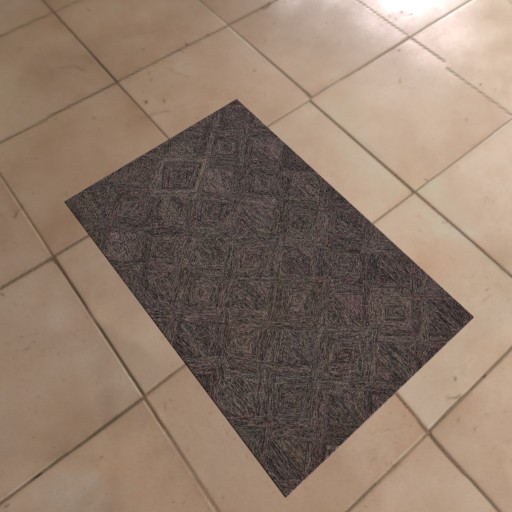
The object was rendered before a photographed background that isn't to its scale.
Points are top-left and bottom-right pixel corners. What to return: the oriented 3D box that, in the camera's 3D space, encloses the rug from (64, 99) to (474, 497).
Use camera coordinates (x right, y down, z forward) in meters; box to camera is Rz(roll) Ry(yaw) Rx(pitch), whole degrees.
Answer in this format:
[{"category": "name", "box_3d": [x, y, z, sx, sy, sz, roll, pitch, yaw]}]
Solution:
[{"category": "rug", "box_3d": [0.000, 0.000, 2.843, 1.501, 0.017, 2.298, -36, 69, -16]}]
